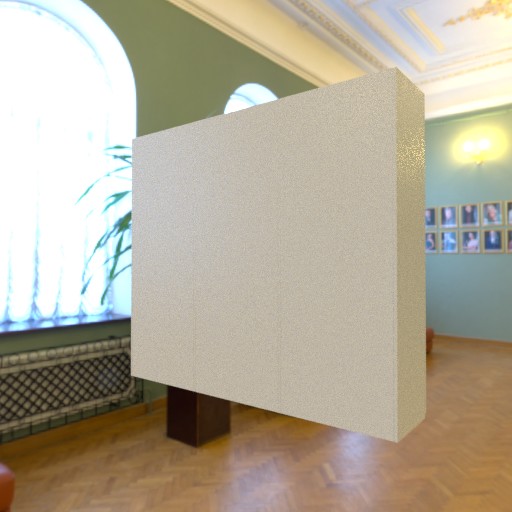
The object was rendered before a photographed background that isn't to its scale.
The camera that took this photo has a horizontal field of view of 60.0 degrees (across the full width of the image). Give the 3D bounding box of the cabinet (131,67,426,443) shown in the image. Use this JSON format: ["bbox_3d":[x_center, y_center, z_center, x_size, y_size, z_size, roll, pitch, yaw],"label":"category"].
[{"bbox_3d":[0.000,0.000,3.850,2.700,2.370,0.590,-1,-1,38],"label":"cabinet"}]
